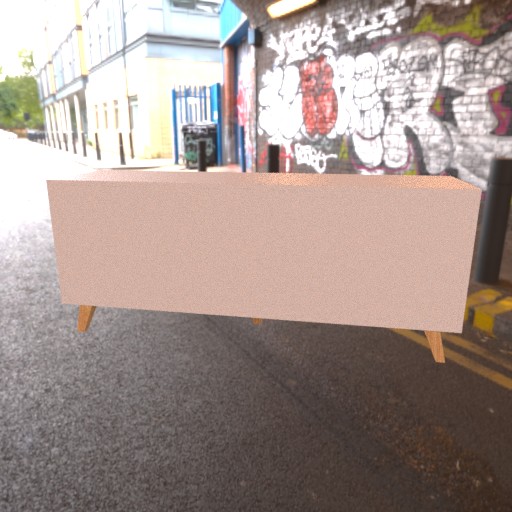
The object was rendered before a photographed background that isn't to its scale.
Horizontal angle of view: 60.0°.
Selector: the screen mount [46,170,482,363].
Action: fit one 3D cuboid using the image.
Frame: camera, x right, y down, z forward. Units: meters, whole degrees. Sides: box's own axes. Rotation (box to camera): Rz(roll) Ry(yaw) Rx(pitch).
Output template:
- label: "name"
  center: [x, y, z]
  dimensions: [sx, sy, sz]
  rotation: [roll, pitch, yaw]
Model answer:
- label: "screen mount"
  center: [0.000, 0.000, 1.770]
  dimensions: [1.490, 0.619, 0.400]
  rotation: [3, 16, 10]
